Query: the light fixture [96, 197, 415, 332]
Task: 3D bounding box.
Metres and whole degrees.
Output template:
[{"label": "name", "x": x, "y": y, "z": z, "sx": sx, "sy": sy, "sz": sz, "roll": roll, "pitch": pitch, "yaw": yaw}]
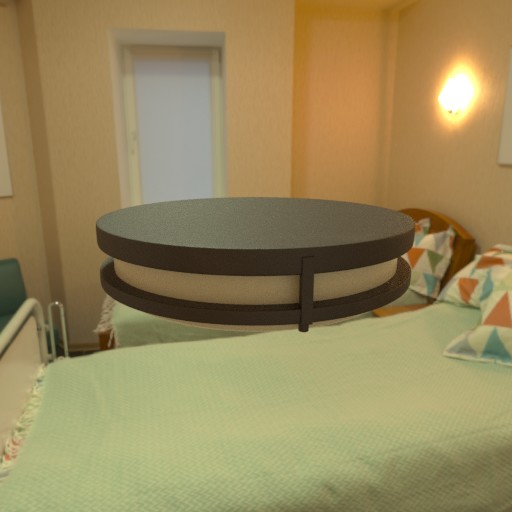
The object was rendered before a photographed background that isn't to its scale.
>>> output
[{"label": "light fixture", "x": 0.000, "y": 0.000, "z": 0.533, "sx": 0.356, "sy": 0.102, "sz": 0.356, "roll": 0, "pitch": 14, "yaw": 0}]
